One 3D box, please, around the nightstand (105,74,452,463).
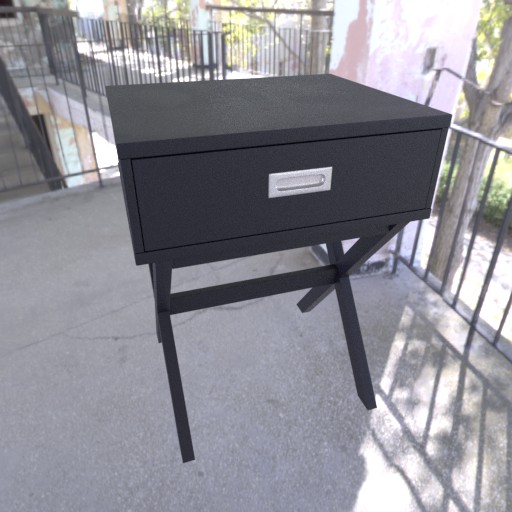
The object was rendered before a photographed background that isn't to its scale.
[{"bbox_3d":[0.000,0.000,0.911,0.479,0.623,0.402,-9,32,-16],"label":"nightstand"}]
